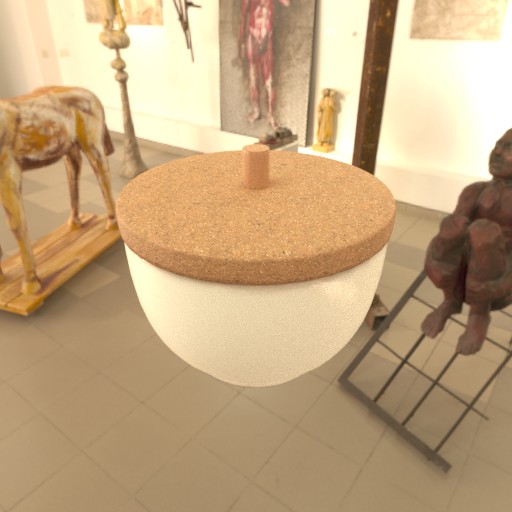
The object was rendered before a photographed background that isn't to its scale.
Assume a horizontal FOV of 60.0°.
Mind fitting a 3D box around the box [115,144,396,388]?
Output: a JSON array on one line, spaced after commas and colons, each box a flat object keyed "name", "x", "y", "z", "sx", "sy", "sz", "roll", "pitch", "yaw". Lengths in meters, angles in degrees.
[{"name": "box", "x": 0.000, "y": 0.000, "z": 0.189, "sx": 0.107, "sy": 0.094, "sz": 0.107, "roll": 0, "pitch": 30, "yaw": 0}]
